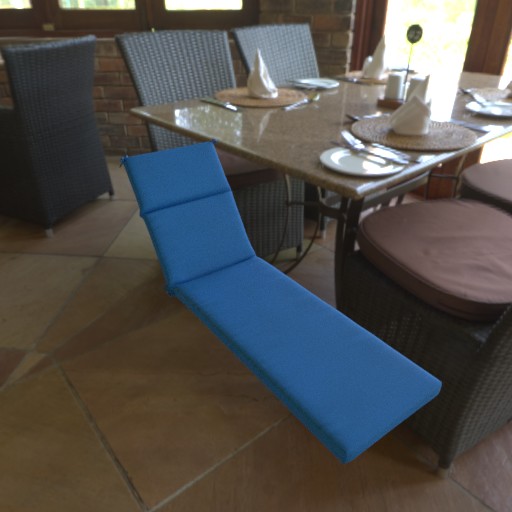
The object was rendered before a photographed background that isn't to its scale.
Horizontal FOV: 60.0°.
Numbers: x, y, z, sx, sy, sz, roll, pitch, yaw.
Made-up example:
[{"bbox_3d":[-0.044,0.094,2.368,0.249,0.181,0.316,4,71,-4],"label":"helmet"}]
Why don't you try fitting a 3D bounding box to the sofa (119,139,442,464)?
[{"bbox_3d":[0.000,0.000,1.966,0.582,0.622,1.663,-20,36,-31],"label":"sofa"}]
